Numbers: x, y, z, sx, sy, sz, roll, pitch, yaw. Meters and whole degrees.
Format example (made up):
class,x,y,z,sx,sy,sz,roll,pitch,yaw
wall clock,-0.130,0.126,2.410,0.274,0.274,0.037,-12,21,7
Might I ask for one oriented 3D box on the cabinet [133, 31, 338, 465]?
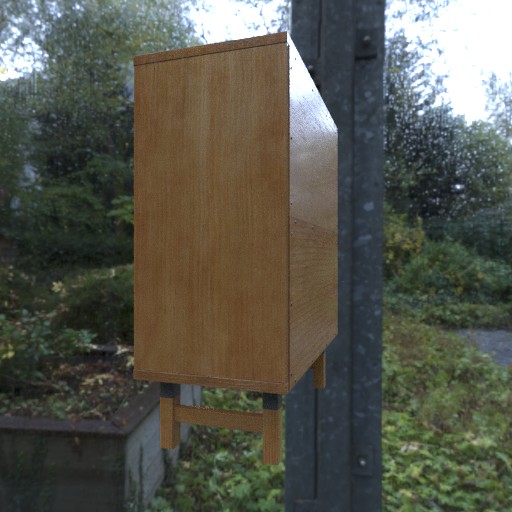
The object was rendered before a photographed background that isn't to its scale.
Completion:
class,x,y,z,sx,sy,sz,roll,pitch,yaw
cabinet,0.000,0.000,1.428,0.419,1.001,0.800,0,0,18
